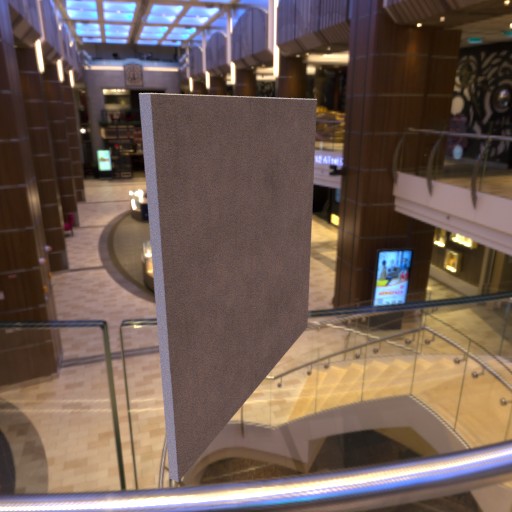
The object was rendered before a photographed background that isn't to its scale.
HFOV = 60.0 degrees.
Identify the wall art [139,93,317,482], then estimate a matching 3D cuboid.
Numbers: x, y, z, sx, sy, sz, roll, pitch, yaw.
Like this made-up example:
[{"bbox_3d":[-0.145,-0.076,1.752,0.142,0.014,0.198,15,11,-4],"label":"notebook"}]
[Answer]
[{"bbox_3d":[0.000,0.000,0.980,0.020,0.661,0.664,9,21,25],"label":"wall art"}]
